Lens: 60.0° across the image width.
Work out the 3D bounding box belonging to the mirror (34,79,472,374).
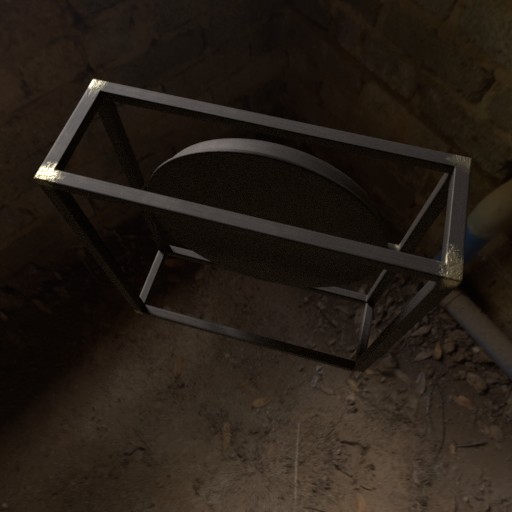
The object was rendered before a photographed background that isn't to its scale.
[{"bbox_3d":[0.000,0.000,0.463,0.306,0.303,0.107,14,65,7],"label":"mirror"}]
